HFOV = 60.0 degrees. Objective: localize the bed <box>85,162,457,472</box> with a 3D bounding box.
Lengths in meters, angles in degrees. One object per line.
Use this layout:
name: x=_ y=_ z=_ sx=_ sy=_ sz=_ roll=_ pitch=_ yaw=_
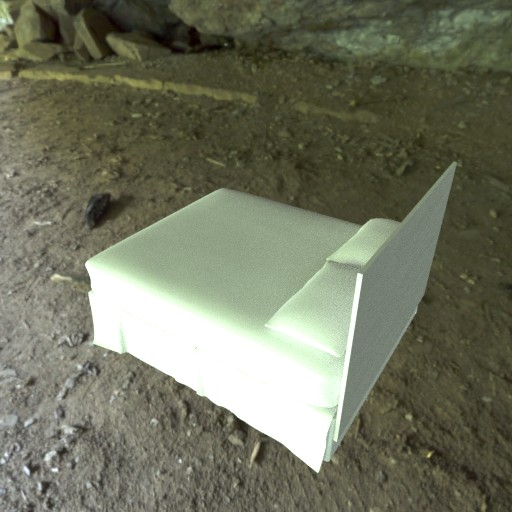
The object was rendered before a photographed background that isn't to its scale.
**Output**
bed: x=0.000 y=0.000 z=3.212 sx=2.094 sy=1.335 sz=1.745 roll=20 pitch=37 yaw=28
